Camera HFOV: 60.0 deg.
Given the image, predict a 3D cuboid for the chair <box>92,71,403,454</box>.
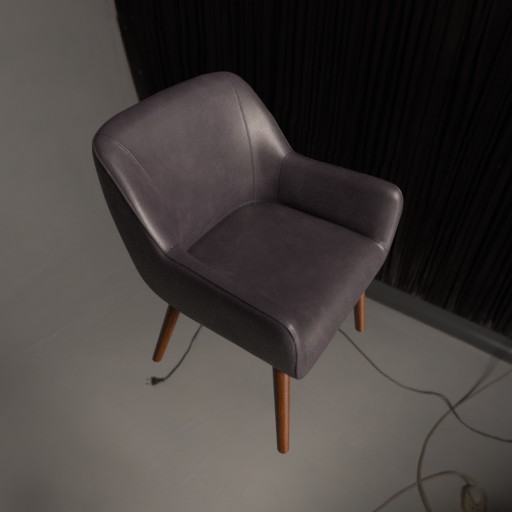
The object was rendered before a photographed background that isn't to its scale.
[{"bbox_3d":[0.000,0.000,1.271,0.610,0.828,0.610,25,48,25],"label":"chair"}]
